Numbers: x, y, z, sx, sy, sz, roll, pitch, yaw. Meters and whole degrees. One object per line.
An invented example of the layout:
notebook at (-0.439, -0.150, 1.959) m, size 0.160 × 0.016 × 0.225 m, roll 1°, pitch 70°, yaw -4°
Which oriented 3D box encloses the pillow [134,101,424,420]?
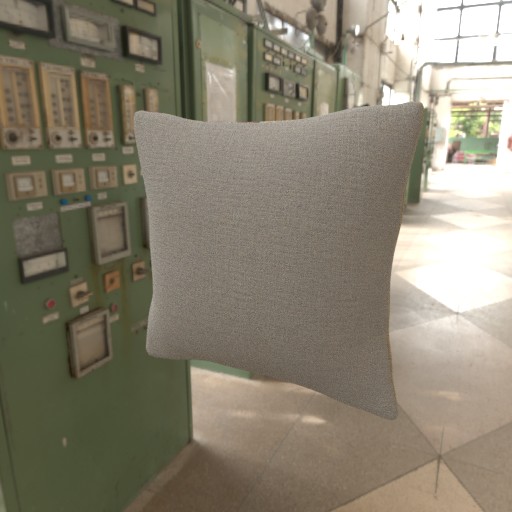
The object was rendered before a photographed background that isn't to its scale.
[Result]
pillow at (0.000, 0.000, 0.651) m, size 0.437 × 0.419 × 0.136 m, roll 7°, pitch 16°, yaw 26°
